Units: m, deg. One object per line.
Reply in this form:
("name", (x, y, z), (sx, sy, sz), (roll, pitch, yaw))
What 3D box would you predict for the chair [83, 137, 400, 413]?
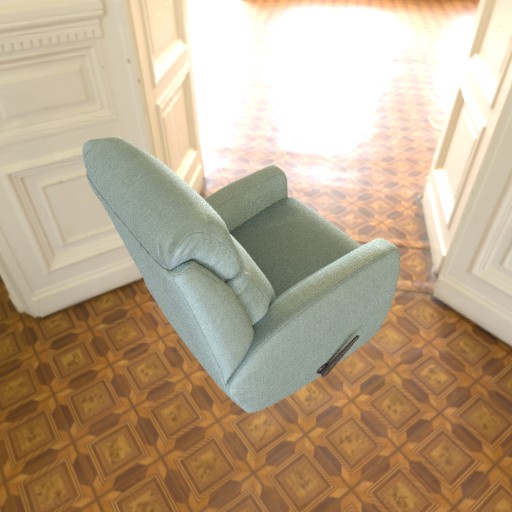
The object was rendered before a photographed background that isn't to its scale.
("chair", (0.000, 0.000, 1.703), (0.940, 1.013, 0.812), (-26, 49, -26))
